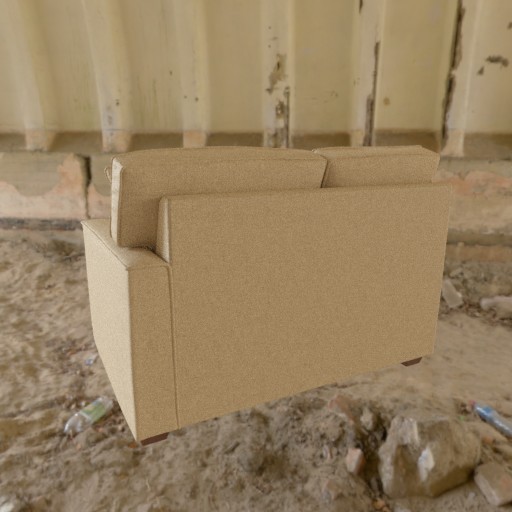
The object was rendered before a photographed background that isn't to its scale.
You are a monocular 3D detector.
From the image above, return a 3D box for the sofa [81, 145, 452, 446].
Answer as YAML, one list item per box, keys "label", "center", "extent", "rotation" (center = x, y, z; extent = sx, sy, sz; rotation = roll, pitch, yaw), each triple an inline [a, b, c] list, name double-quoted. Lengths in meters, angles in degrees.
- label: "sofa"
  center: [0.000, 0.000, 2.038]
  extent: [1.388, 0.989, 0.991]
  rotation: [-7, 15, -27]
